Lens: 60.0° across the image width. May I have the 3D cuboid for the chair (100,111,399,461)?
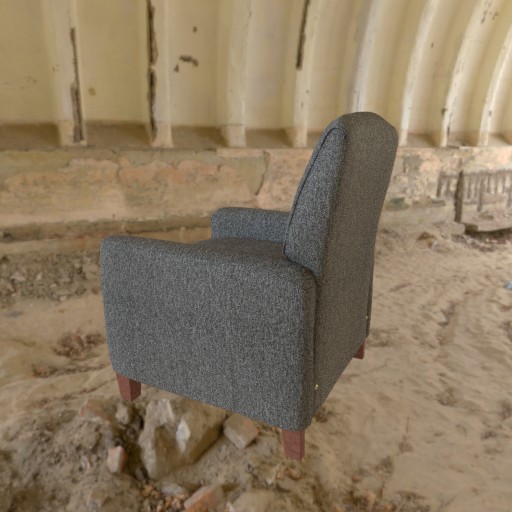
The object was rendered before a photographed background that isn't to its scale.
[{"bbox_3d":[0.000,0.000,1.672,0.864,1.014,0.848,8,17,27],"label":"chair"}]
